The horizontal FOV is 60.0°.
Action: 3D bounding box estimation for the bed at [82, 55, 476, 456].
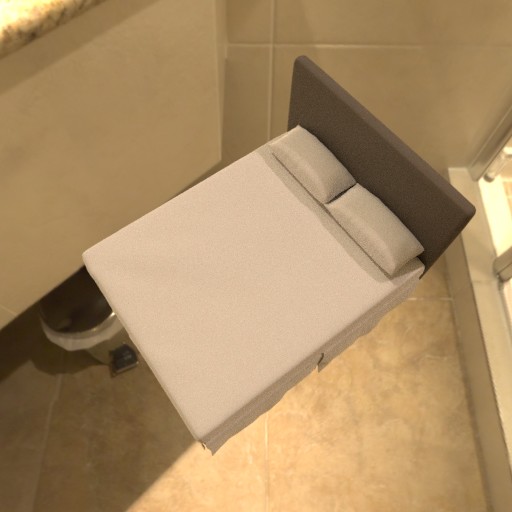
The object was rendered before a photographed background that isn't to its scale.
[{"bbox_3d":[0.000,0.000,3.200,2.142,1.330,1.723,-34,69,-15],"label":"bed"}]
